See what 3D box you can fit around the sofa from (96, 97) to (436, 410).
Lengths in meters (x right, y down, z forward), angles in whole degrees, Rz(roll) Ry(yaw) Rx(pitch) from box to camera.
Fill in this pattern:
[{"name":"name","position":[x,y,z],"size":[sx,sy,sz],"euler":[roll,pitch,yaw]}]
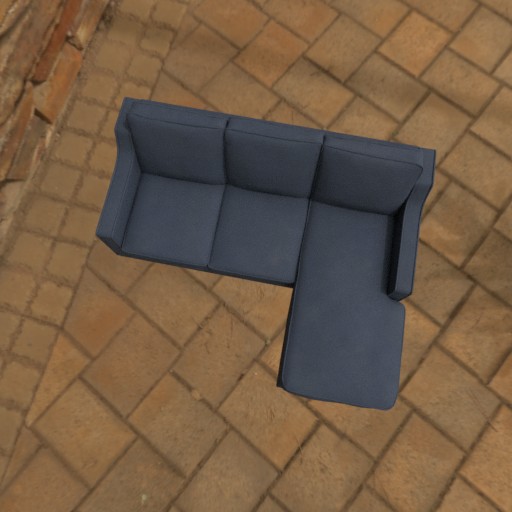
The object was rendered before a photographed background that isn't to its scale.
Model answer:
[{"name":"sofa","position":[0.000,0.000,3.296],"size":[2.317,1.066,1.858],"euler":[11,75,3]}]
